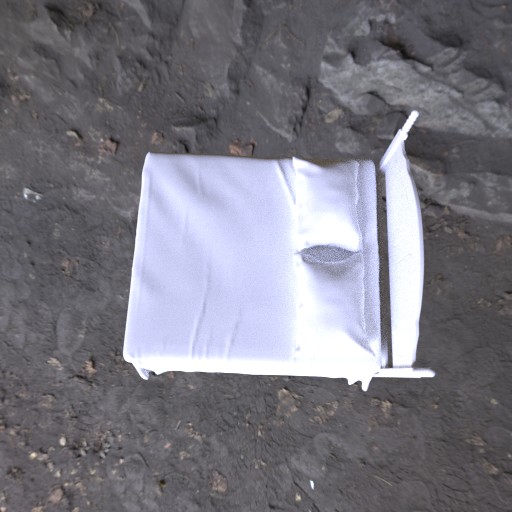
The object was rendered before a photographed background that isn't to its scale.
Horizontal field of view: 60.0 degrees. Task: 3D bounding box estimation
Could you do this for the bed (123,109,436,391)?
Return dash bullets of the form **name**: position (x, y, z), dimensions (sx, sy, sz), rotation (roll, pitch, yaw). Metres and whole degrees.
- **bed**: position (0.000, 0.000, 3.259), dimensions (2.040, 1.356, 1.873), rotation (2, 75, 1)
